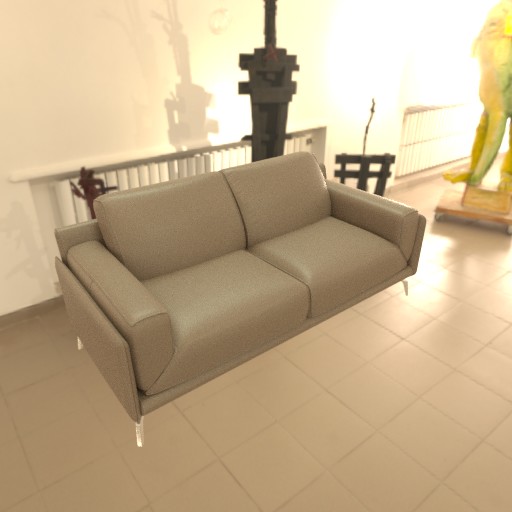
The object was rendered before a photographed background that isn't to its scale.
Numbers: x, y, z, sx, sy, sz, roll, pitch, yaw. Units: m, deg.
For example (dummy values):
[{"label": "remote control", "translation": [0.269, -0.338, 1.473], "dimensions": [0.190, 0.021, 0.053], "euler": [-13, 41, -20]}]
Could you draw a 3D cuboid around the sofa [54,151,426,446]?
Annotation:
[{"label": "sofa", "translation": [0.000, 0.000, 2.668], "dimensions": [2.101, 0.930, 1.049], "euler": [-20, 34, -33]}]
